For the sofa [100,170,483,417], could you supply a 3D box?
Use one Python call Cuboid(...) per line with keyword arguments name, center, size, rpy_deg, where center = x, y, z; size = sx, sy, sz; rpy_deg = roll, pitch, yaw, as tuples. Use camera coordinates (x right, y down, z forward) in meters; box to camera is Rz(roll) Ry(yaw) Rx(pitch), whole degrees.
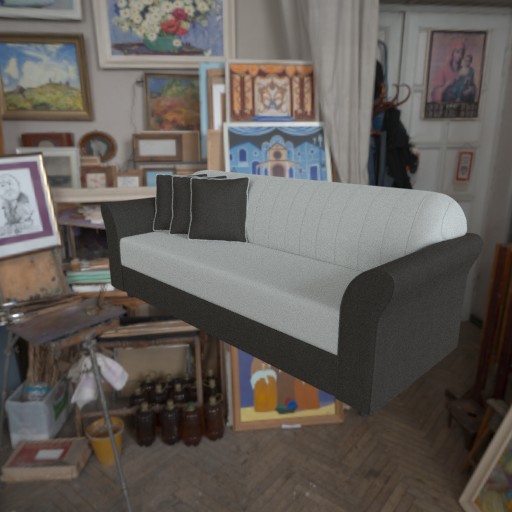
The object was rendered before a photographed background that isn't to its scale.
Cuboid(name="sofa", center=(0.000, 0.000, 2.369), size=(0.755, 0.787, 2.001), rpy_deg=(-15, 22, -42))
